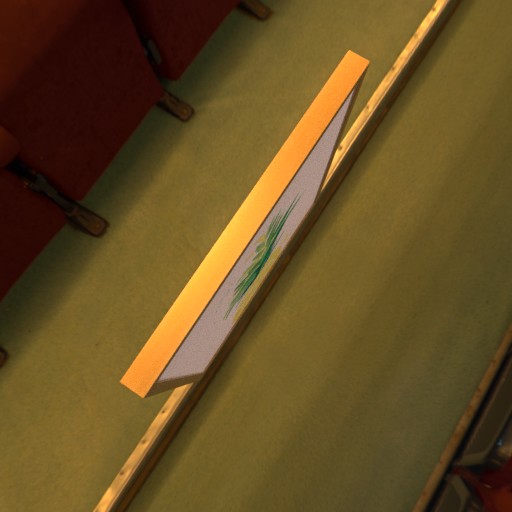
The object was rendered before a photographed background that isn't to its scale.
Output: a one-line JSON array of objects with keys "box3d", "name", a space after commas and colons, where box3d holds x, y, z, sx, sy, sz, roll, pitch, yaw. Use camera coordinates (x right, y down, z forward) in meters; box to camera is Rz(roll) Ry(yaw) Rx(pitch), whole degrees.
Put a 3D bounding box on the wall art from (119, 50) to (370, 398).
[{"box3d": [0.000, 0.000, 0.789, 0.033, 0.509, 0.510, 32, 79, 7], "name": "wall art"}]
